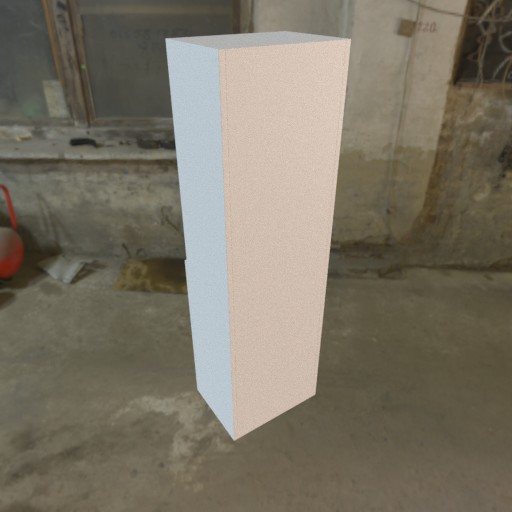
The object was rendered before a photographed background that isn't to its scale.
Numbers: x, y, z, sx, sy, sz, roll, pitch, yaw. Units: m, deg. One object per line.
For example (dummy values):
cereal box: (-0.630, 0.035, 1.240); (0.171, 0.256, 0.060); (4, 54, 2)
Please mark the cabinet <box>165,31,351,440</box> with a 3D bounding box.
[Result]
cabinet: (0.000, 0.000, 1.526); (0.400, 1.350, 0.300); (-19, 36, -28)
